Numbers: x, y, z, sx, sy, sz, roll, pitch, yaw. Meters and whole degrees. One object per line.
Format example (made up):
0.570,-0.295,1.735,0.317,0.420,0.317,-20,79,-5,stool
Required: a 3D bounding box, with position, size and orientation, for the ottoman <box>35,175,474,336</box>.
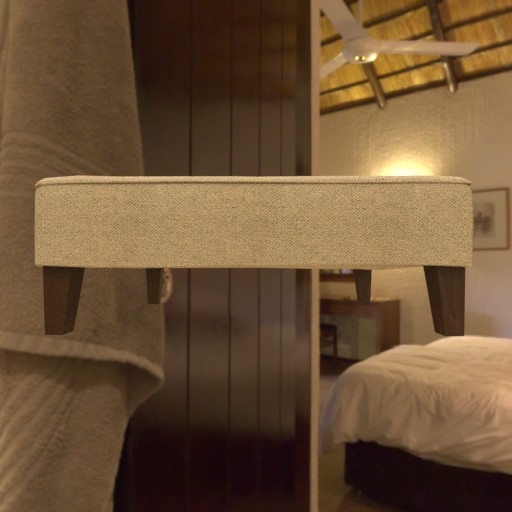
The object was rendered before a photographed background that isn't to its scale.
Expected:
0.000,0.000,1.448,0.982,0.381,0.973,0,-2,1,ottoman
